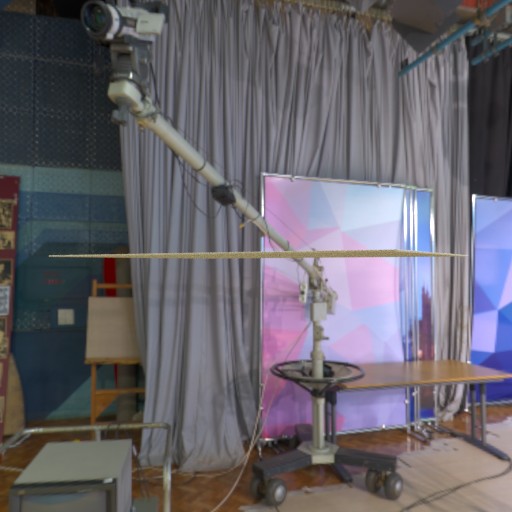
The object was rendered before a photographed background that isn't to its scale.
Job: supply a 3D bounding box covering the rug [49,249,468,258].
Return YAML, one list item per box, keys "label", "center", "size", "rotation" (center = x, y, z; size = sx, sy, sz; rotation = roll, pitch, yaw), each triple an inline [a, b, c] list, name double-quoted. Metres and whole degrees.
- label: "rug"
  center: [0.000, 0.000, 2.195]
  size: [1.747, 0.006, 1.143]
  rotation: [-1, -1, 35]
